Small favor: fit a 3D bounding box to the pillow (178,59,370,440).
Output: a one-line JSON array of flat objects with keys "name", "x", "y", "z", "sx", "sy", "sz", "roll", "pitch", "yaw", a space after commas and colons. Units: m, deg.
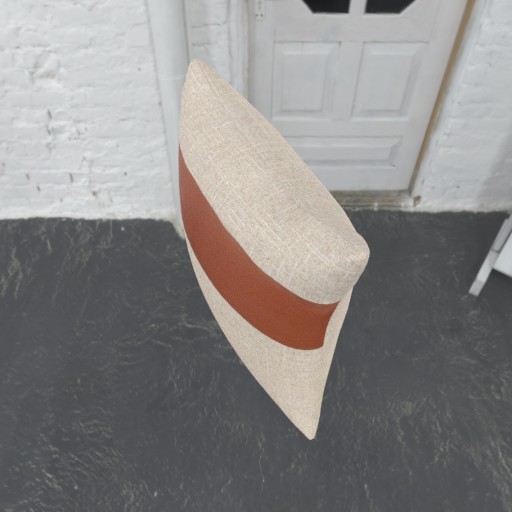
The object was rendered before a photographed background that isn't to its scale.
[{"name": "pillow", "x": 0.000, "y": 0.000, "z": 0.628, "sx": 0.173, "sy": 0.399, "sz": 0.414, "roll": -18, "pitch": 50, "yaw": -16}]
